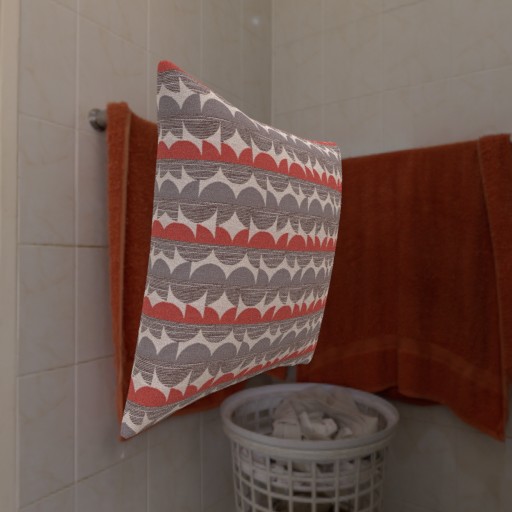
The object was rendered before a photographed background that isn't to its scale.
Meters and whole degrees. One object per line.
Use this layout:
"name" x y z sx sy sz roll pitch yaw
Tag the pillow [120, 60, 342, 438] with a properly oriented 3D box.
"pillow" 0.000 0.000 0.645 0.180 0.410 0.420 -1 -1 36
